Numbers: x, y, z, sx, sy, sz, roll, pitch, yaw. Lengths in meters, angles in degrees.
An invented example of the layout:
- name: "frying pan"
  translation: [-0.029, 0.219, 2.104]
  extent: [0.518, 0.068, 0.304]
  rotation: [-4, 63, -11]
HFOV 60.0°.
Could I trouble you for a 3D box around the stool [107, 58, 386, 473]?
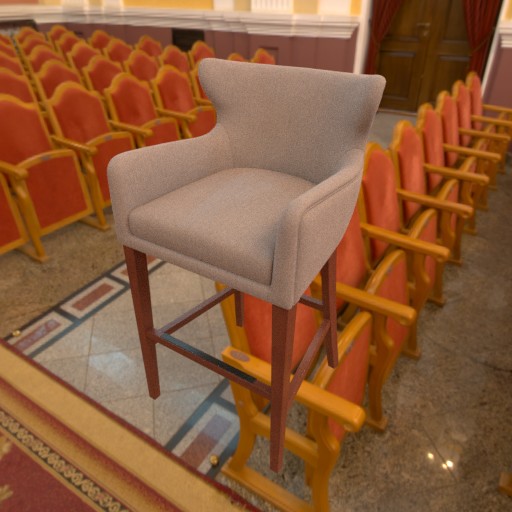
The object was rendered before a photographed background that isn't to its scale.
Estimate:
- name: "stool"
  translation: [0.000, 0.000, 1.359]
  extent: [0.575, 1.047, 0.575]
  rotation: [19, 37, 28]
